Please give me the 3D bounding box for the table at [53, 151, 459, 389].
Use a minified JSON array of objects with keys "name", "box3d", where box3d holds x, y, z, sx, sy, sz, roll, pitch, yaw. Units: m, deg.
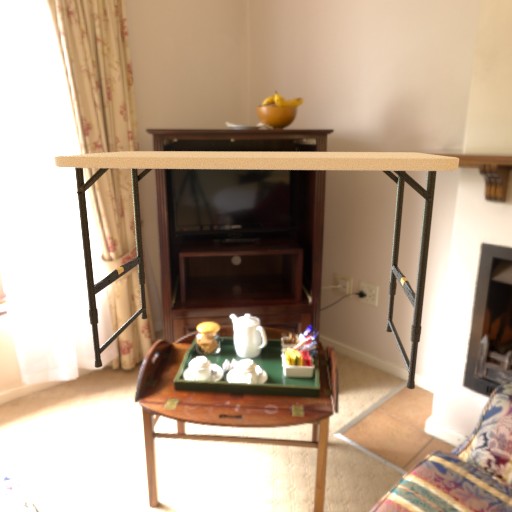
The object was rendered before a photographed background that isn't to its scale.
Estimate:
[{"name":"table","box3d":[0.000,0.000,1.641,1.219,0.737,0.610,2,15,7]}]
